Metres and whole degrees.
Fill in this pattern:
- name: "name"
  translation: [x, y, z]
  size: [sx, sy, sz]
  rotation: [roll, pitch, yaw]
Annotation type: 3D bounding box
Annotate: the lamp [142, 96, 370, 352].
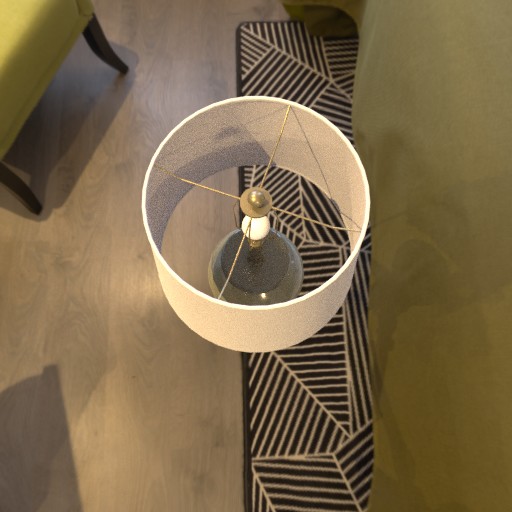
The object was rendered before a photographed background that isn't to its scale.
- name: "lamp"
  translation: [0.000, 0.000, 0.558]
  size: [0.239, 0.399, 0.239]
  rotation: [0, 76, 0]
